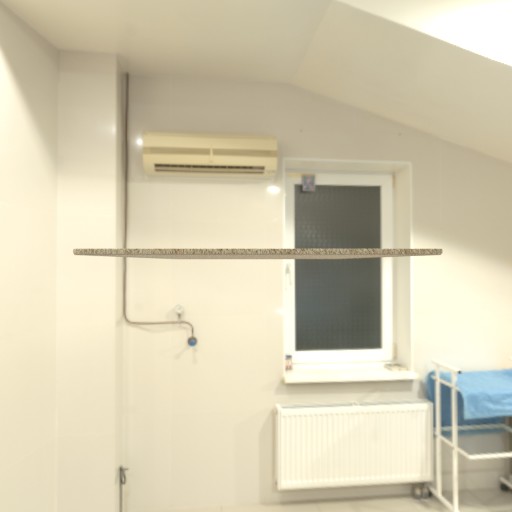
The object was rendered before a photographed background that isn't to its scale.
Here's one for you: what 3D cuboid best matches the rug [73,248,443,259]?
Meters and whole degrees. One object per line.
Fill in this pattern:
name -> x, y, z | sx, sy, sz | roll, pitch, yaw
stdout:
rug -> 0.000, 0.000, 2.936 | 1.500, 0.025, 2.349 | 0, -1, 0
